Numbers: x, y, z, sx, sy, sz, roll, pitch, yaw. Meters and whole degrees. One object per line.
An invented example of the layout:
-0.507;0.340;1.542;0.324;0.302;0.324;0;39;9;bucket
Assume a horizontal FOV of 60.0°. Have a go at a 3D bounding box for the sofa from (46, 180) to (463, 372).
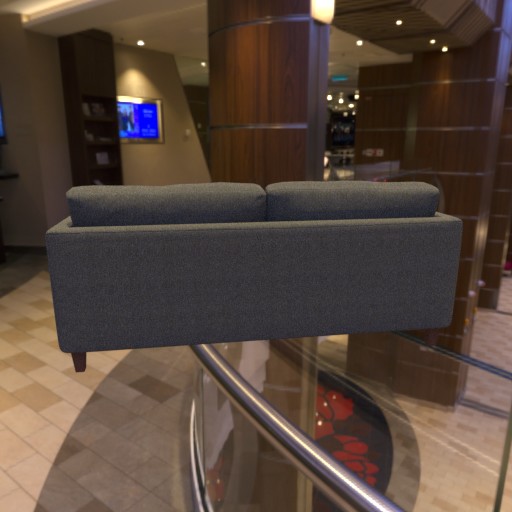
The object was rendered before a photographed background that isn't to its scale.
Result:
0.000;0.000;2.780;2.208;0.965;0.948;-2;15;-9;sofa
